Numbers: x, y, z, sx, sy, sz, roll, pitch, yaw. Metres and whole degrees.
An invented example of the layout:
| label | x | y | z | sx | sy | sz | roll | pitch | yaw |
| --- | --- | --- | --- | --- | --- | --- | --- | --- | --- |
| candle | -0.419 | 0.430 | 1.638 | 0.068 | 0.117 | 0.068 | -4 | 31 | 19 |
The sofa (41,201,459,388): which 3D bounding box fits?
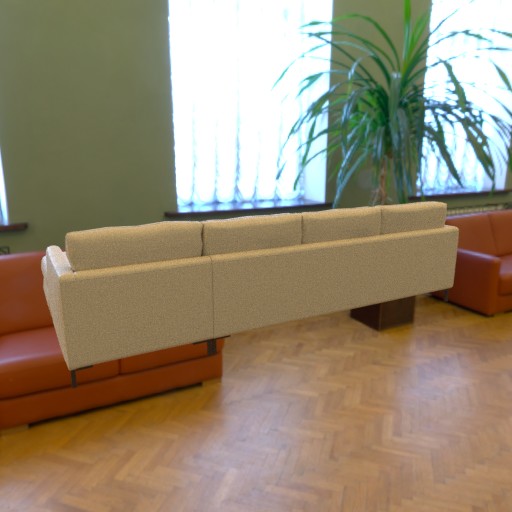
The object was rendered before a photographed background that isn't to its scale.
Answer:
| label | x | y | z | sx | sy | sz | roll | pitch | yaw |
| --- | --- | --- | --- | --- | --- | --- | --- | --- | --- |
| sofa | 0.000 | 0.000 | 3.160 | 2.731 | 0.755 | 1.258 | -7 | 15 | -27 |
